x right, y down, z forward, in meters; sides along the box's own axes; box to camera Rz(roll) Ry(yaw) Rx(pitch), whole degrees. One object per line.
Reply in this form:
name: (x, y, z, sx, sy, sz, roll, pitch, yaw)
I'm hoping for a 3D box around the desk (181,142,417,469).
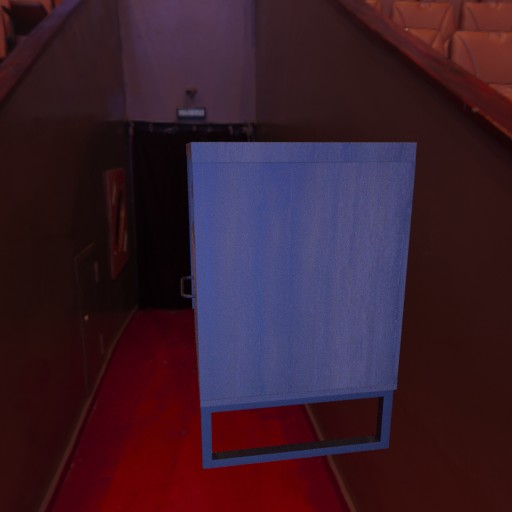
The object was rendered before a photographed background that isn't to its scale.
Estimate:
desk: (0.000, 0.000, 1.531, 0.511, 0.752, 1.134, -2, 14, -9)
